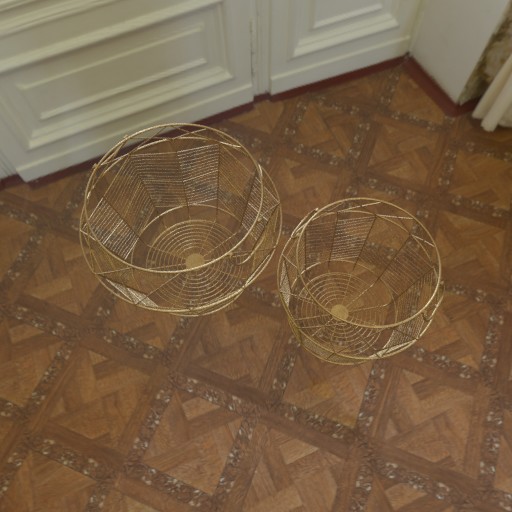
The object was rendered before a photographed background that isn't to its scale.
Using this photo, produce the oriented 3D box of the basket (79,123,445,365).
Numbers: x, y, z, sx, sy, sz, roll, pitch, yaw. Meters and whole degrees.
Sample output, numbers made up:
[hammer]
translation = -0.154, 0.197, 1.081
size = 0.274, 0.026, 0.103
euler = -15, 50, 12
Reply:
[basket]
translation = 0.000, 0.000, 1.030
size = 0.805, 0.343, 0.451
euler = 19, 66, 9
